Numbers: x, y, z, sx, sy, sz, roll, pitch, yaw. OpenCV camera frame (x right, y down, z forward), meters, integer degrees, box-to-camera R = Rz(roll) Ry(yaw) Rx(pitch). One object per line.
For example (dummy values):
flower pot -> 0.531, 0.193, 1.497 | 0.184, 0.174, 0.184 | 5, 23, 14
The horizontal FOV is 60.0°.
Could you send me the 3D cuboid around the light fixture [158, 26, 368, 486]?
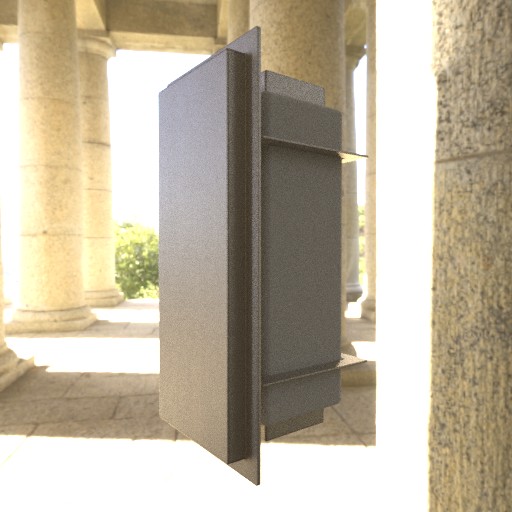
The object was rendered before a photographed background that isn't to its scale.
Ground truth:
light fixture -> 0.000, 0.000, 0.468 | 0.160, 0.380, 0.168 | -1, 1, -37
